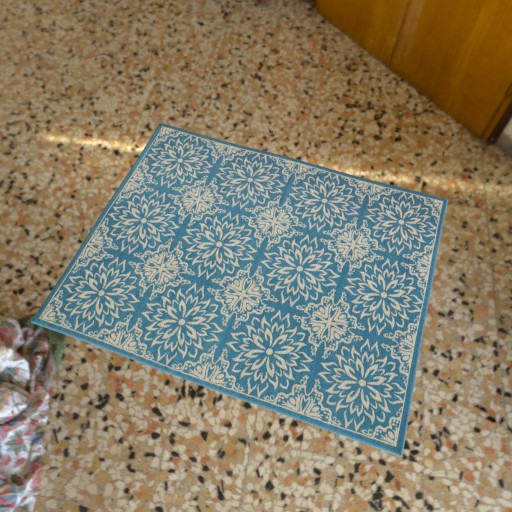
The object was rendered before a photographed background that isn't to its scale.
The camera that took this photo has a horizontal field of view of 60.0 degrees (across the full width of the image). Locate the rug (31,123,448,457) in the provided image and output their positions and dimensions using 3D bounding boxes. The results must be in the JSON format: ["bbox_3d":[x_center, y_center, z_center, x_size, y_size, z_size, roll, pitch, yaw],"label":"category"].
[{"bbox_3d":[0.000,0.000,3.824,2.964,0.018,2.350,17,61,10],"label":"rug"}]
